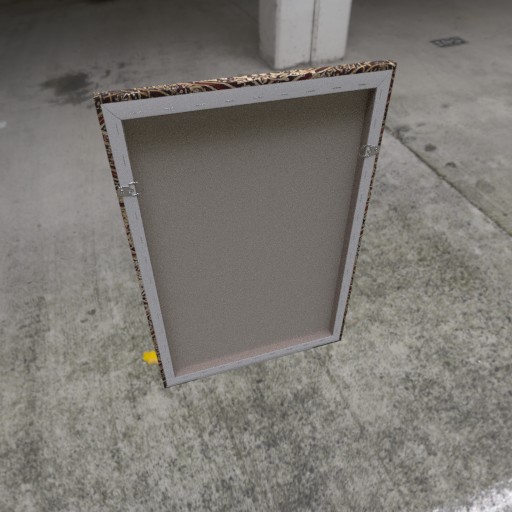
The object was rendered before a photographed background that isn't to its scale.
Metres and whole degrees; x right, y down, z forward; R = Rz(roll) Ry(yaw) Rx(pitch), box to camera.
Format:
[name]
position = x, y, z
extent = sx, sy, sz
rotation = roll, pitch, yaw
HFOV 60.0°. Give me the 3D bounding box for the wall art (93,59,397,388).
[wall art]
position = 0.000, 0.000, 1.142
extent = 0.599, 0.904, 0.030
rotation = -12, 43, -13
